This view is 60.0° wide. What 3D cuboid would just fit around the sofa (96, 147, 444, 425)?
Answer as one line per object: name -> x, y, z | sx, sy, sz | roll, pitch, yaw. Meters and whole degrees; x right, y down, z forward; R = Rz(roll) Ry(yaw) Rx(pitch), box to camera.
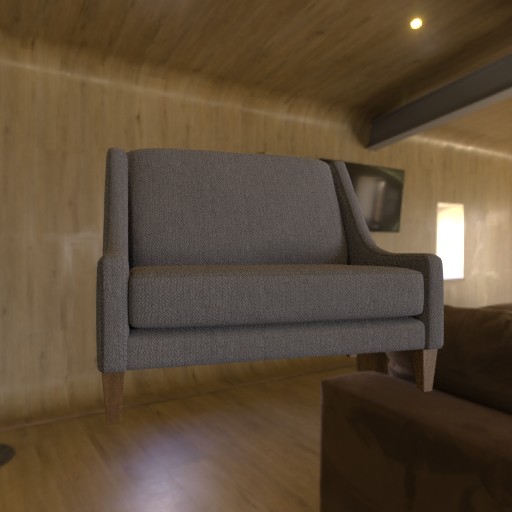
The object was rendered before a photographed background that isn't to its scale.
sofa -> 0.000, 0.000, 1.872 | 1.242, 1.022, 0.873 | 0, 0, -16
